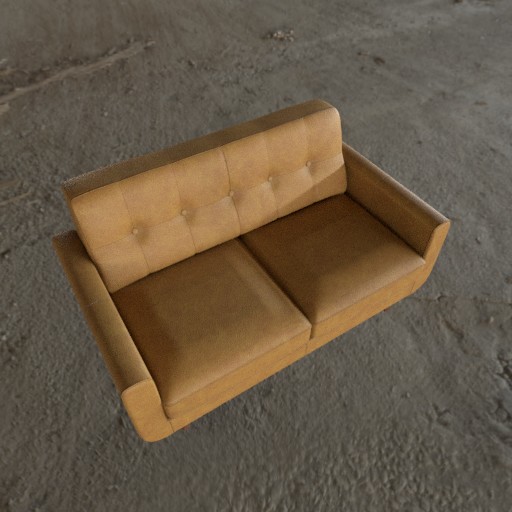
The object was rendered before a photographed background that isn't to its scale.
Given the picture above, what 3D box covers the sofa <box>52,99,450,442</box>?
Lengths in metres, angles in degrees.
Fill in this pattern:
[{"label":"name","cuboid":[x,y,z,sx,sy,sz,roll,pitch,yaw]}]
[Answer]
[{"label":"sofa","cuboid":[0.000,0.000,2.182,1.651,0.925,0.952,-25,51,-21]}]
